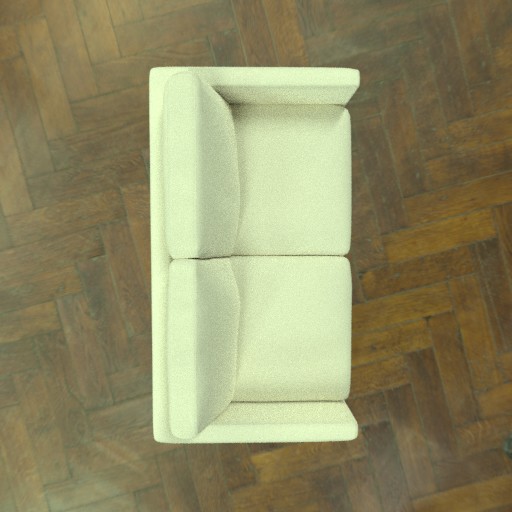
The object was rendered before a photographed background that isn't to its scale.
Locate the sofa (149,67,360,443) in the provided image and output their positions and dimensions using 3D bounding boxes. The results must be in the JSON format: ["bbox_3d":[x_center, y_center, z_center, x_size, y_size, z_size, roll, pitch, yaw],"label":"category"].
[{"bbox_3d":[0.000,0.000,2.222,0.964,0.888,1.702,0,92,-1],"label":"sofa"}]
